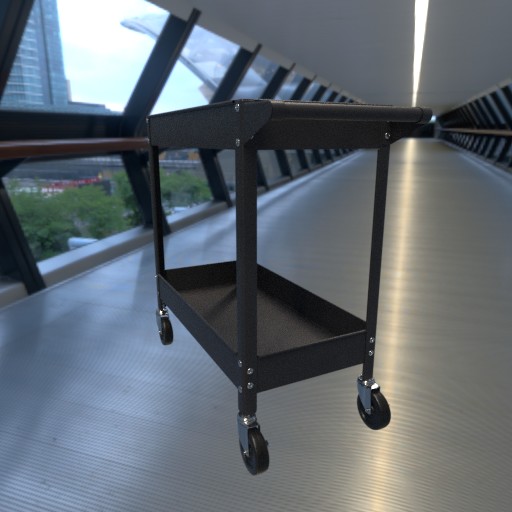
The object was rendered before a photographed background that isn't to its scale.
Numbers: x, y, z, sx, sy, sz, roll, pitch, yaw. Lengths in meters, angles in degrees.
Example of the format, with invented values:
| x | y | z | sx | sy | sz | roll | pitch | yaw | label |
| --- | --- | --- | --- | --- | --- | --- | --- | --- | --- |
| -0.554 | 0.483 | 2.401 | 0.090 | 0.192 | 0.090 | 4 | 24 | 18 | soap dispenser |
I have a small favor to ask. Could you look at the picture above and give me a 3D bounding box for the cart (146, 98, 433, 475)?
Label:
| x | y | z | sx | sy | sz | roll | pitch | yaw | label |
| --- | --- | --- | --- | --- | --- | --- | --- | --- | --- |
| 0.000 | 0.000 | 1.151 | 0.366 | 0.719 | 0.779 | -7 | 17 | -26 | cart |
